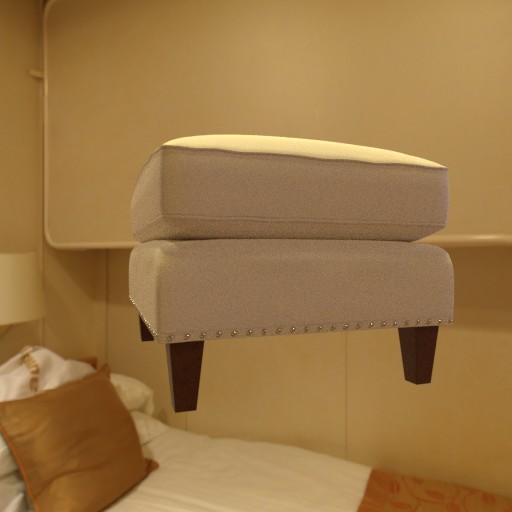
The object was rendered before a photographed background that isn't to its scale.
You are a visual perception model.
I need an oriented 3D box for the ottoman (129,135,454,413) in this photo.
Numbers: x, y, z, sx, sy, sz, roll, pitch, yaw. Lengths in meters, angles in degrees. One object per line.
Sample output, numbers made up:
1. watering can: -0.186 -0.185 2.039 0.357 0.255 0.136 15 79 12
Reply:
1. ottoman: 0.000 0.000 1.124 0.584 0.513 0.741 0 0 -19
